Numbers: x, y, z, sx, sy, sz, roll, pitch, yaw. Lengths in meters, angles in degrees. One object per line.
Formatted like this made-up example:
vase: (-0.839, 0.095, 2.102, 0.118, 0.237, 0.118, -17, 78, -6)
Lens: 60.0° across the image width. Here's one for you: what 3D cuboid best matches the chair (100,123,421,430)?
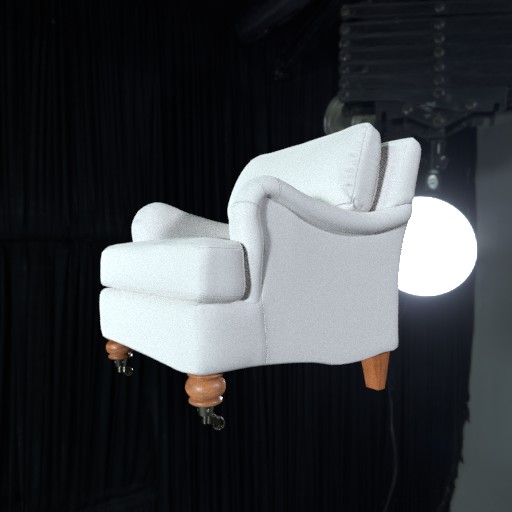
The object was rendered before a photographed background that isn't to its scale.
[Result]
chair: (0.000, 0.000, 1.860, 1.070, 1.038, 0.955, 0, -1, -36)
